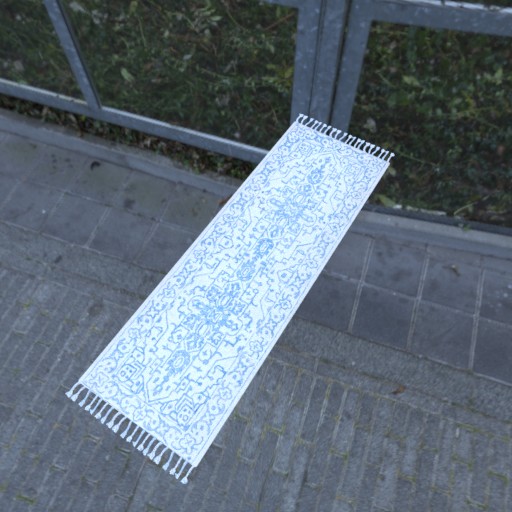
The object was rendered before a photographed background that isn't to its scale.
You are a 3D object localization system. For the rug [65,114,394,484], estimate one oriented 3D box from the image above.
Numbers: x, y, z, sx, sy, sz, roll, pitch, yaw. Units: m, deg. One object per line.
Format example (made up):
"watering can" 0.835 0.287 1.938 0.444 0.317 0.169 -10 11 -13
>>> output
"rug" 0.000 0.000 2.691 0.774 0.011 2.449 29 64 16
